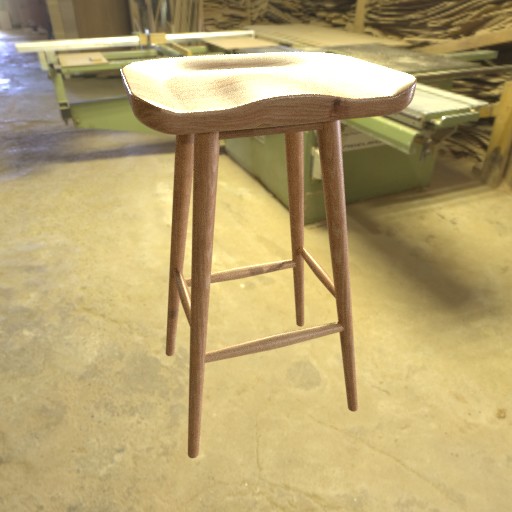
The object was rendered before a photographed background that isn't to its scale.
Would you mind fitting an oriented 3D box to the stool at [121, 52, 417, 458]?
[{"bbox_3d":[0.000,0.000,0.884,0.407,0.698,0.322,-10,33,-15],"label":"stool"}]
